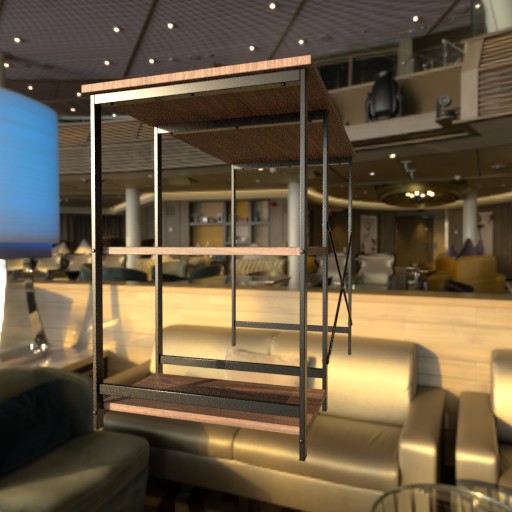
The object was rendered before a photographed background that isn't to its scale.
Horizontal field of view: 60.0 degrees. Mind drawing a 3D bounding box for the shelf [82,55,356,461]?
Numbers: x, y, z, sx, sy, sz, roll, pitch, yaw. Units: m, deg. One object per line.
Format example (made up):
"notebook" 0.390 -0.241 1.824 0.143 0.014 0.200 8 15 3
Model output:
"shelf" 0.000 0.000 1.313 0.498 0.750 0.902 0 1 18
